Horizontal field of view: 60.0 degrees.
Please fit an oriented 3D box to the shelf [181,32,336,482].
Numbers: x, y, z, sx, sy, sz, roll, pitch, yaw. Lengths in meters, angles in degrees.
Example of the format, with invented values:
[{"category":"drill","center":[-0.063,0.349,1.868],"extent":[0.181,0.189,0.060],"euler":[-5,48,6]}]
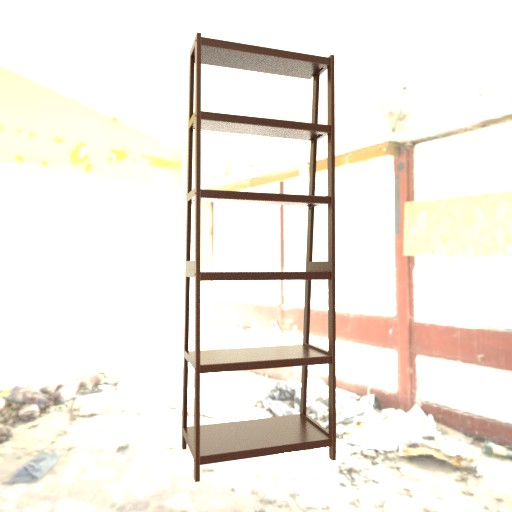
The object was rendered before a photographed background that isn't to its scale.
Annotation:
[{"category":"shelf","center":[0.000,0.000,2.146],"extent":[0.660,1.892,0.381],"euler":[0,-1,-18]}]
